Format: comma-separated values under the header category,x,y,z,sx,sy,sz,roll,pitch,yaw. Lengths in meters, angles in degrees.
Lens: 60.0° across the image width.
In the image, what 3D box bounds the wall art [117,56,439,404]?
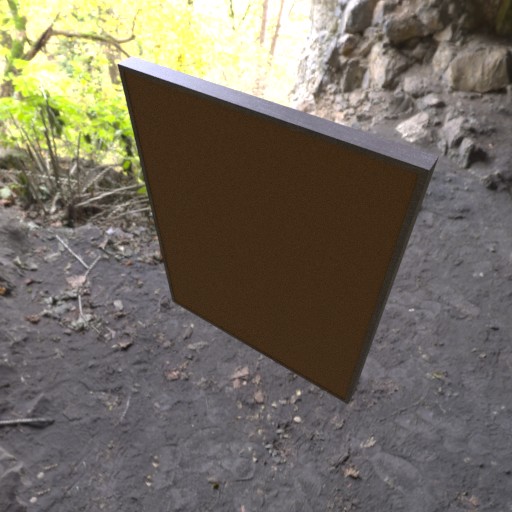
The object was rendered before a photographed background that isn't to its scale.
category,x,y,z,sx,sy,sz,roll,pitch,yaw
wall art,0.000,0.000,0.705,0.421,0.521,0.032,26,52,22
